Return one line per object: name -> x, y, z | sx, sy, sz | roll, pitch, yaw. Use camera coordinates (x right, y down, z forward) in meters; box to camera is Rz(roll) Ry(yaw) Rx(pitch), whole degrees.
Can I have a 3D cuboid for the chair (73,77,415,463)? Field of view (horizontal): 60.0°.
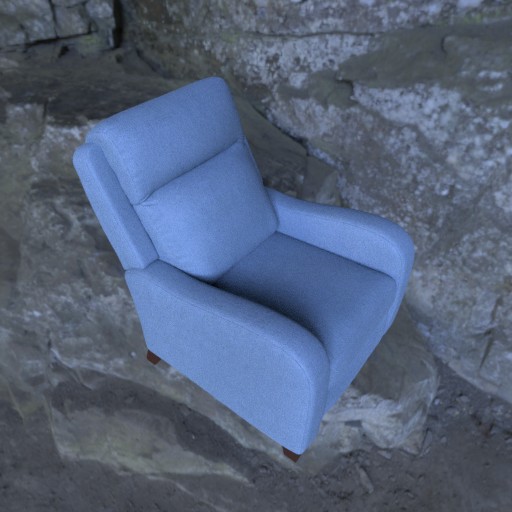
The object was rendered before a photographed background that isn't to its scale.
chair -> 0.000, 0.000, 1.698 | 0.988, 1.067, 0.785 | 26, 47, 27
